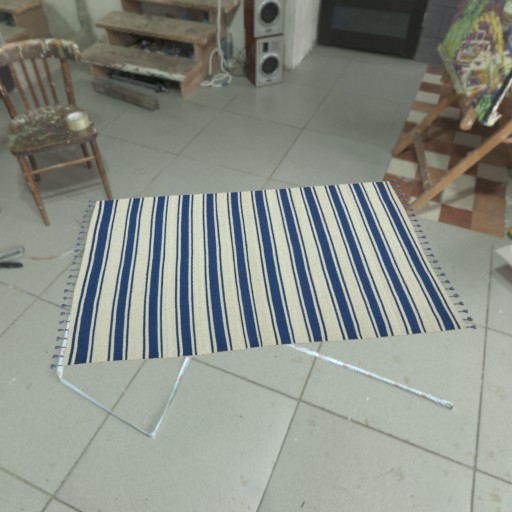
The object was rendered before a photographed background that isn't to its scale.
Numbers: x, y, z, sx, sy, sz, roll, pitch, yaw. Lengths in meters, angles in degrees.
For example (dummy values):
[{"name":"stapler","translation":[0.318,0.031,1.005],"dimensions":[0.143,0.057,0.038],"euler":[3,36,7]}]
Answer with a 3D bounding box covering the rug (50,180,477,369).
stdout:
[{"name":"rug","translation":[0.000,0.000,2.566],"dimensions":[2.108,0.009,1.248],"euler":[-4,46,-4]}]
